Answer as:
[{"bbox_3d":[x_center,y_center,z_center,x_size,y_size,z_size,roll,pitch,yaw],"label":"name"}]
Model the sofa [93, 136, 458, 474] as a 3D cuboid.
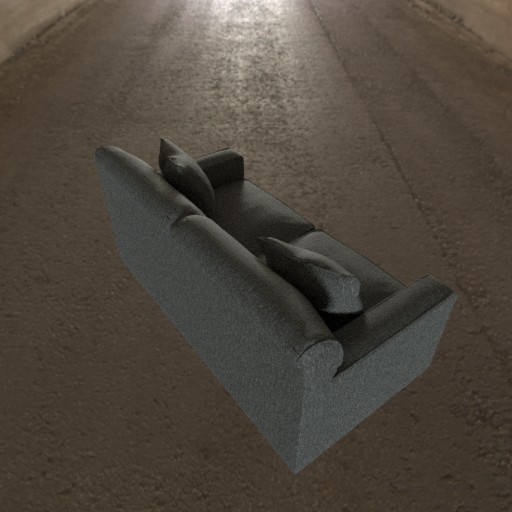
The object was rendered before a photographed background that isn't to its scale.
[{"bbox_3d":[0.000,0.000,2.450,0.998,0.958,1.846,-25,46,-28],"label":"sofa"}]
